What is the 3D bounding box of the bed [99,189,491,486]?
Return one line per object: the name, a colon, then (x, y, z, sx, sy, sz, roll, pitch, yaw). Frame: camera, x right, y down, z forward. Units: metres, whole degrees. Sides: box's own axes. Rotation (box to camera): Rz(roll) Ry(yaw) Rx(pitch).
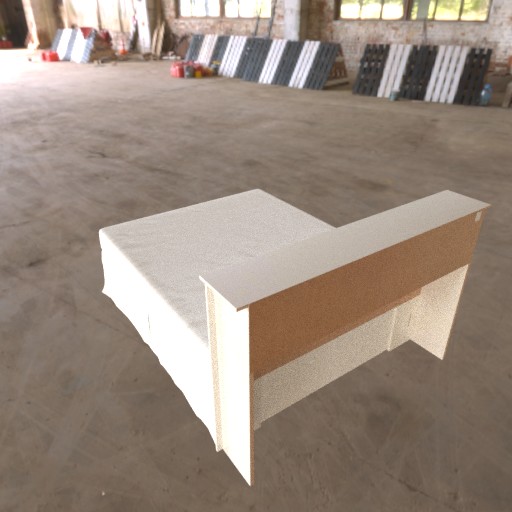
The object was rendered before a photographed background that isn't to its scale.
bed: (0.000, 0.000, 3.048, 1.671, 1.092, 2.133, -19, 35, -30)
